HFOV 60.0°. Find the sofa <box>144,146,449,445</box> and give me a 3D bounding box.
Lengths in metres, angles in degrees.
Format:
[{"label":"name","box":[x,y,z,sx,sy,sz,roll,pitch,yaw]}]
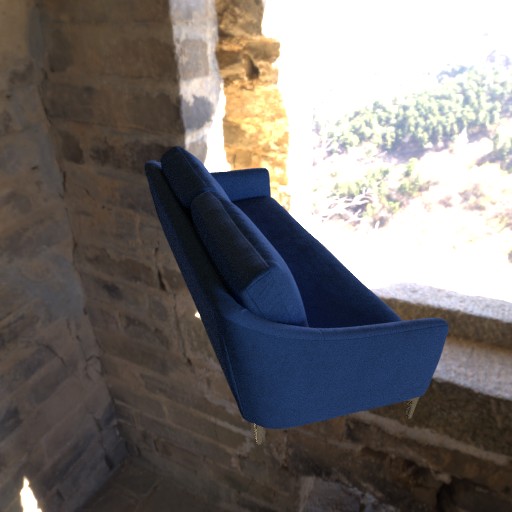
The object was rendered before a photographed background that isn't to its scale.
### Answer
[{"label":"sofa","box":[0.000,0.000,2.534,0.960,0.903,2.036,-10,31,-18]}]
